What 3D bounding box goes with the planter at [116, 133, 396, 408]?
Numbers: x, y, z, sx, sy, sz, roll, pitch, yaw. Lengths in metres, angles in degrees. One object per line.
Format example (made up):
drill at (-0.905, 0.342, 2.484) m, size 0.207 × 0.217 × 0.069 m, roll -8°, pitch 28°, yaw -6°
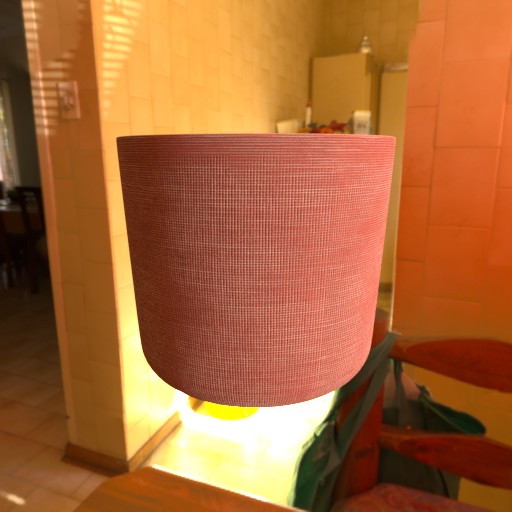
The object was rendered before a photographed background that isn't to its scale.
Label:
planter at (0.000, 0.000, 0.775) m, size 0.440 × 0.398 × 0.440 m, roll 0°, pitch 13°, yaw 0°
